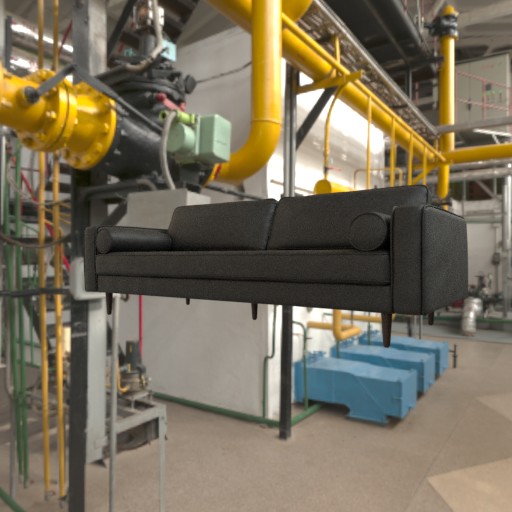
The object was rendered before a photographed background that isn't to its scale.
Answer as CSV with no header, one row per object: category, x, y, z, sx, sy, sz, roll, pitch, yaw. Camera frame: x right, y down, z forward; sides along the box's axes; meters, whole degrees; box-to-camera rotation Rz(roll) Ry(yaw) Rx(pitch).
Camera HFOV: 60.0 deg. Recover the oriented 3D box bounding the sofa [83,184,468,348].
sofa,0.000,0.000,2.654,2.210,0.762,0.914,0,0,35
